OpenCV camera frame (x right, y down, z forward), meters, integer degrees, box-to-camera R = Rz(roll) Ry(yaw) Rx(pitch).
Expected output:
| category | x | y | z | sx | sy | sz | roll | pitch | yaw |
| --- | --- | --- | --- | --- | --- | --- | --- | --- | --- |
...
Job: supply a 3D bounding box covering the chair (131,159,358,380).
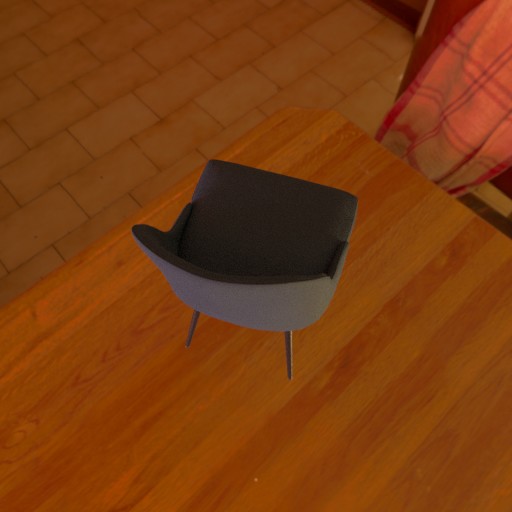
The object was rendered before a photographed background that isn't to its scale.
| category | x | y | z | sx | sy | sz | roll | pitch | yaw |
| --- | --- | --- | --- | --- | --- | --- | --- | --- | --- |
| chair | 0.000 | 0.000 | 1.220 | 0.478 | 0.896 | 0.559 | 15 | 64 | 8 |
